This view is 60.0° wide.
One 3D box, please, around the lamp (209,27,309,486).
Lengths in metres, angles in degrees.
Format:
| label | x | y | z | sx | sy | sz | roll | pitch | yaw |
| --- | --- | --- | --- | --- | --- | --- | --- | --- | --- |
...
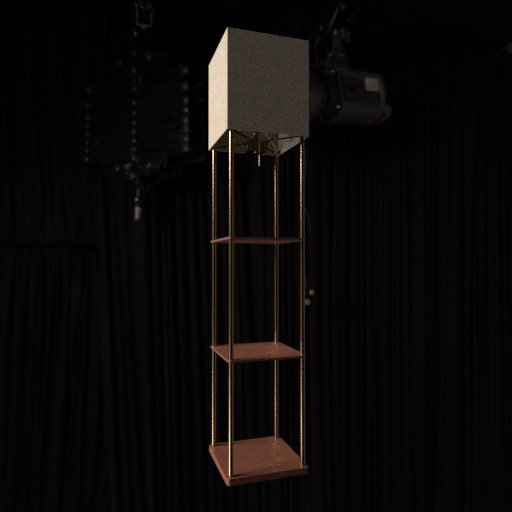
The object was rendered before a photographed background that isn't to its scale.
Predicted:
| label | x | y | z | sx | sy | sz | roll | pitch | yaw |
| --- | --- | --- | --- | --- | --- | --- | --- | --- | --- |
| lamp | 0.000 | 0.000 | 1.707 | 0.308 | 1.569 | 0.310 | 0 | -1 | -18 |
